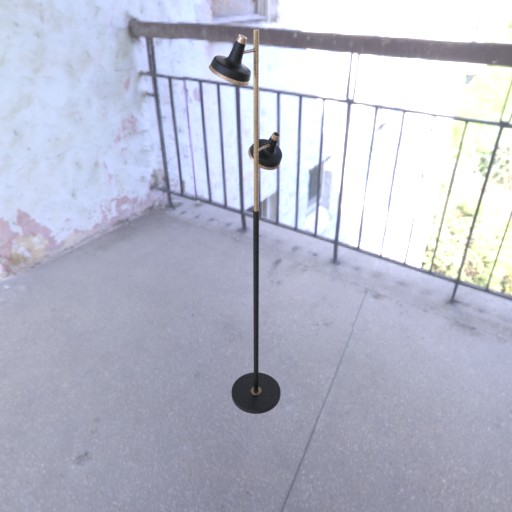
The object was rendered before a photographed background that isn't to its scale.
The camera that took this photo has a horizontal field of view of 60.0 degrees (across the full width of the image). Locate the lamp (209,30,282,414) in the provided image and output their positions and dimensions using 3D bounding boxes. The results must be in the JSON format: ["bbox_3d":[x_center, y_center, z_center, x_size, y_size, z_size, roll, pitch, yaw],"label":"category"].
[{"bbox_3d":[0.000,0.000,1.835,0.253,1.674,0.351,21,38,30],"label":"lamp"}]
